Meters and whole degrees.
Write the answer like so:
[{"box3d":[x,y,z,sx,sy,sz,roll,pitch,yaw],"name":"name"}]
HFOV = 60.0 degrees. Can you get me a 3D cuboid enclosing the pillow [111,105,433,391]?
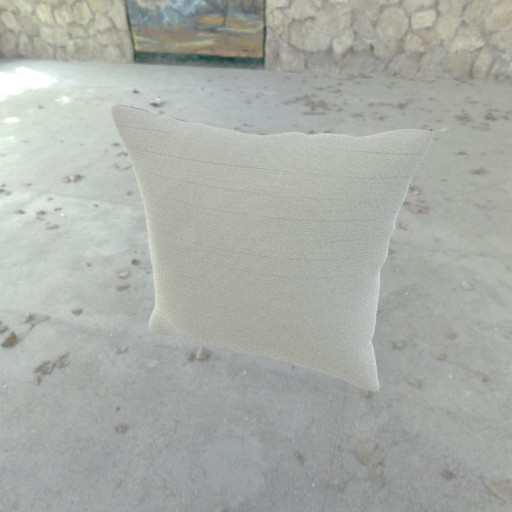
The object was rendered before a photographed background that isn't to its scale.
[{"box3d":[0.000,0.000,0.738,0.470,0.464,0.175,10,34,15],"name":"pillow"}]
